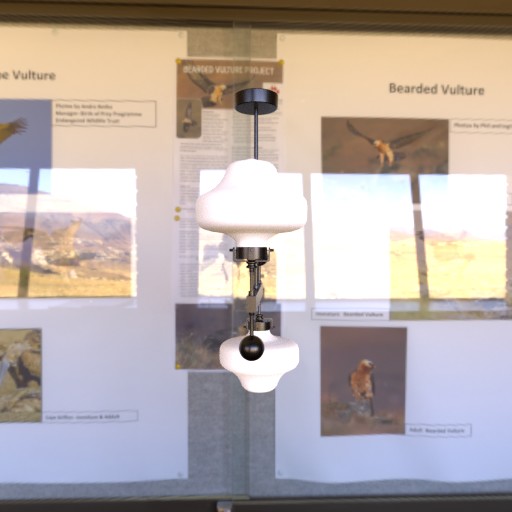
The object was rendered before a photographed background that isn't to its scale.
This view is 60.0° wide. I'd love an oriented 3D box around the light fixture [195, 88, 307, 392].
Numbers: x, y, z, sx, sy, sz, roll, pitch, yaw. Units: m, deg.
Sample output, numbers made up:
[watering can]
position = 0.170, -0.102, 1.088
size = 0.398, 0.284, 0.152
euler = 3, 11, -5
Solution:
[light fixture]
position = 0.000, 0.000, 1.033
size = 0.422, 0.743, 0.489
euler = 0, 1, -34
